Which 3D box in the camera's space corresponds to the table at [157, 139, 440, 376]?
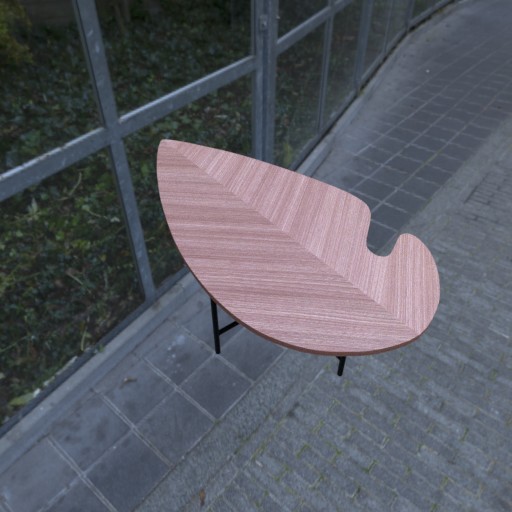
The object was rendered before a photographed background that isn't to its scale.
[{"bbox_3d":[0.000,0.000,1.460,0.598,0.360,1.199,-26,47,-27],"label":"table"}]
